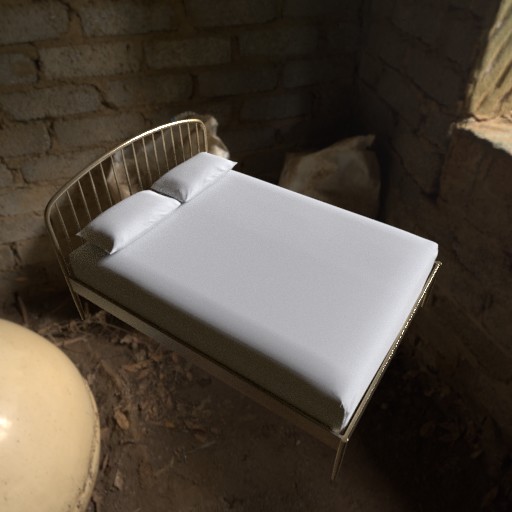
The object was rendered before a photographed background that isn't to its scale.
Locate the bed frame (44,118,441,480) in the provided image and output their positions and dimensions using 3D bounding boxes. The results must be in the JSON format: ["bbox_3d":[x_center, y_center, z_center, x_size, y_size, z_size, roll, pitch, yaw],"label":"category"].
[{"bbox_3d":[0.000,0.000,3.063,2.152,1.175,1.612,24,46,25],"label":"bed frame"}]
